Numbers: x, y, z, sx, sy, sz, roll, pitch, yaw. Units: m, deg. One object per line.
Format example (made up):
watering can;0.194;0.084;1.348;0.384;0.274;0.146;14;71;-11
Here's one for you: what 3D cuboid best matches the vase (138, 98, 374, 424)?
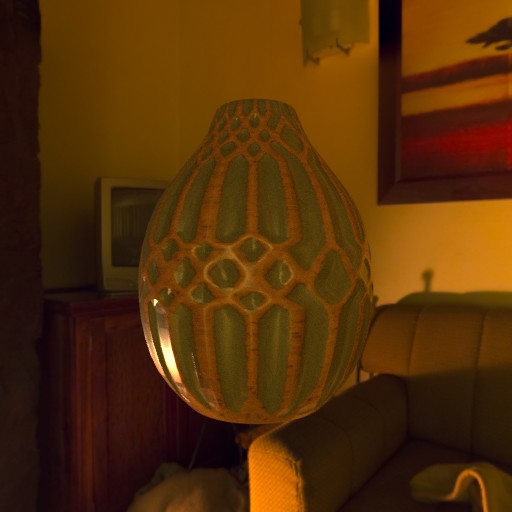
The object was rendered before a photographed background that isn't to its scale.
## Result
vase;0.000;0.000;0.134;0.069;0.088;0.069;0;1;0
